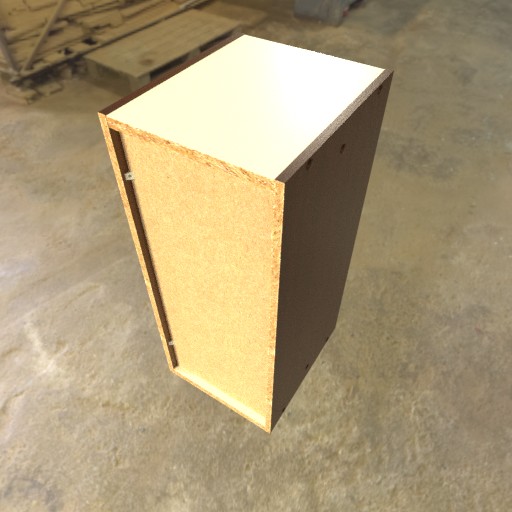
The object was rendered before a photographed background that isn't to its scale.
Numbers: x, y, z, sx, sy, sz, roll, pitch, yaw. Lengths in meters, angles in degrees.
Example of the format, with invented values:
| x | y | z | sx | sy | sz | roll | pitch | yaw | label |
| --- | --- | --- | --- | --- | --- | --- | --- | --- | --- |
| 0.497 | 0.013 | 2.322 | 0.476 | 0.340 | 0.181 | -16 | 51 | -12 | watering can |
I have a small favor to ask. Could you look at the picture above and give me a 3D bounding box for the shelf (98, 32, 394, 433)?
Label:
| x | y | z | sx | sy | sz | roll | pitch | yaw | label |
| --- | --- | --- | --- | --- | --- | --- | --- | --- | --- |
| 0.000 | 0.000 | 0.768 | 0.253 | 0.600 | 0.290 | 25 | 51 | 22 | shelf |
